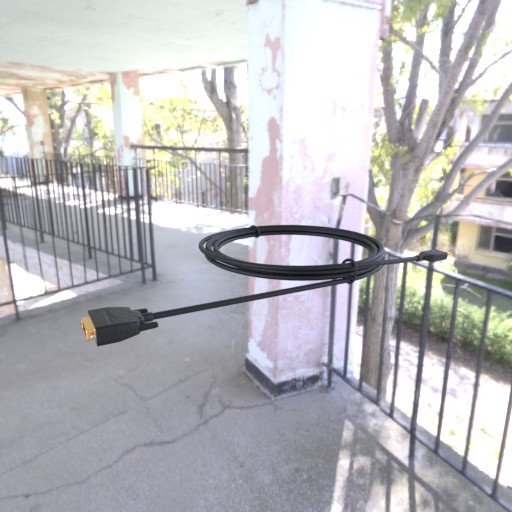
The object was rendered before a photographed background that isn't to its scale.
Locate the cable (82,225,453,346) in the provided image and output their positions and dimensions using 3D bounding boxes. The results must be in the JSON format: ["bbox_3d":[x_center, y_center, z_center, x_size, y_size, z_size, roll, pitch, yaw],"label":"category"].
[{"bbox_3d":[0.000,0.000,0.536,0.422,0.030,0.257,-8,17,-27],"label":"cable"}]
